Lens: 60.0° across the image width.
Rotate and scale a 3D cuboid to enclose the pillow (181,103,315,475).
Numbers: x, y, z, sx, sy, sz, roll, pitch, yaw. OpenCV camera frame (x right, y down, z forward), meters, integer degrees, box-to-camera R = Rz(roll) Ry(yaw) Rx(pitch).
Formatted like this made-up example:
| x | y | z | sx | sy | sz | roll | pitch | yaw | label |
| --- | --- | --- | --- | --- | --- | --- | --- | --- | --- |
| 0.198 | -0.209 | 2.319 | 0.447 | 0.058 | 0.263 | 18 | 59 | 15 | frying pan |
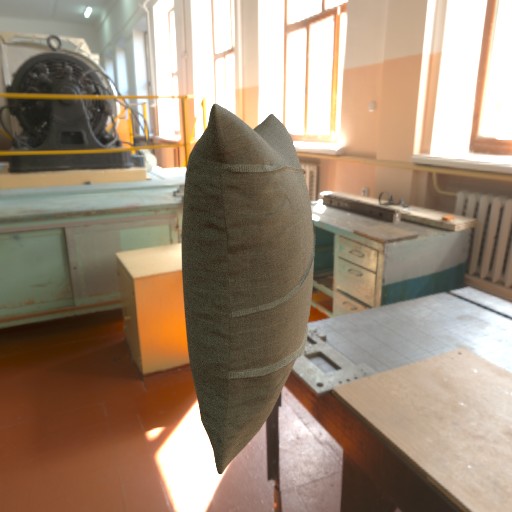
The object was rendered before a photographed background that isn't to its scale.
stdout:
| x | y | z | sx | sy | sz | roll | pitch | yaw | label |
| --- | --- | --- | --- | --- | --- | --- | --- | --- | --- |
| 0.000 | 0.000 | 0.638 | 0.169 | 0.400 | 0.424 | 3 | 17 | 9 | pillow |
